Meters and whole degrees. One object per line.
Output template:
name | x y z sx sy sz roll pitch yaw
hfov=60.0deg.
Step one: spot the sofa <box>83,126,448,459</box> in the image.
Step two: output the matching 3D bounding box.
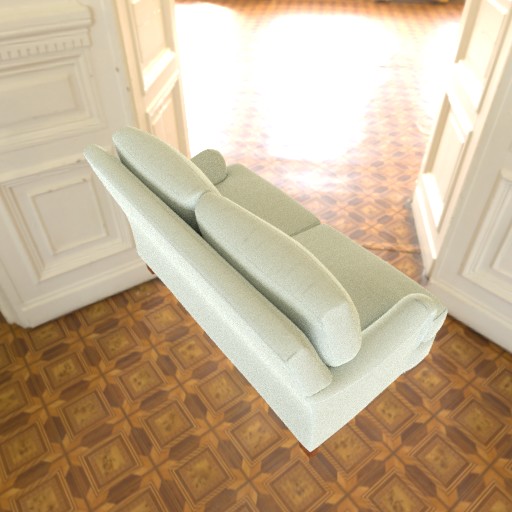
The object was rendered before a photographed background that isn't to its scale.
sofa | 0.000 0.000 2.476 1.084 1.101 1.853 -27 48 -27
